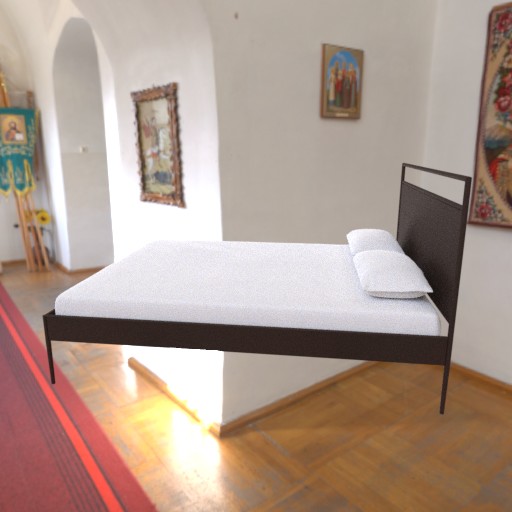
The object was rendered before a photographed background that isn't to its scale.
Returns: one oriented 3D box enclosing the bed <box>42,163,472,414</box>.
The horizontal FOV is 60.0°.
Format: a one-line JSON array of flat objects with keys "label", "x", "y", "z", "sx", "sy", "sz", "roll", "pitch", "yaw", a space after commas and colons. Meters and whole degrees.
[{"label": "bed", "x": 0.000, "y": 0.000, "z": 2.965, "sx": 2.122, "sy": 1.173, "sz": 1.572, "roll": 2, "pitch": 14, "yaw": 8}]
